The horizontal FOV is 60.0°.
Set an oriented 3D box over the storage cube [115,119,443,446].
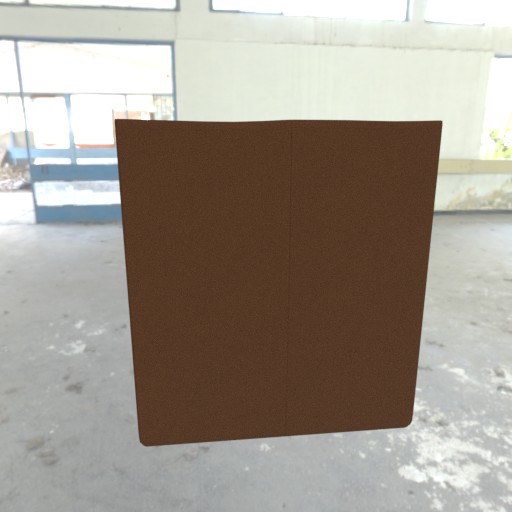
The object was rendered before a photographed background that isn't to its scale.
[{"bbox_3d":[0.000,0.000,0.494,0.270,0.280,0.270,-2,15,-6],"label":"storage cube"}]
